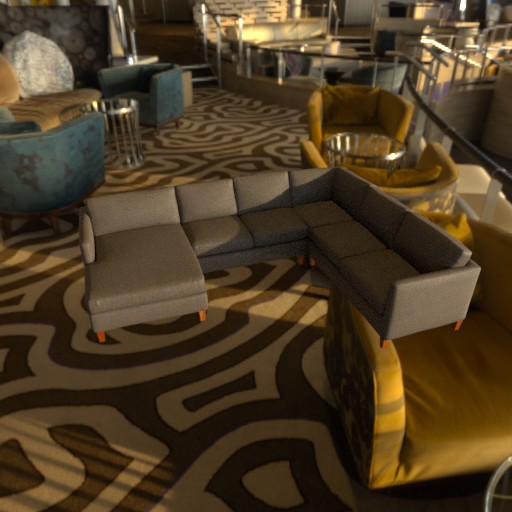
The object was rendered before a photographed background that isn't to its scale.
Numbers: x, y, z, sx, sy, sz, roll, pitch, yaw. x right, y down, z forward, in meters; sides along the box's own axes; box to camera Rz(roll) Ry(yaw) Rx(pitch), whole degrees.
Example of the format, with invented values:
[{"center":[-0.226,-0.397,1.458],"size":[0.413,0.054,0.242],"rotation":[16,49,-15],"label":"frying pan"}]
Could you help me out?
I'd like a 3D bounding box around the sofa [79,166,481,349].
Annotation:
[{"center":[0.000,0.000,4.668],"size":[3.460,0.961,2.594],"rotation":[-10,32,-16],"label":"sofa"}]
